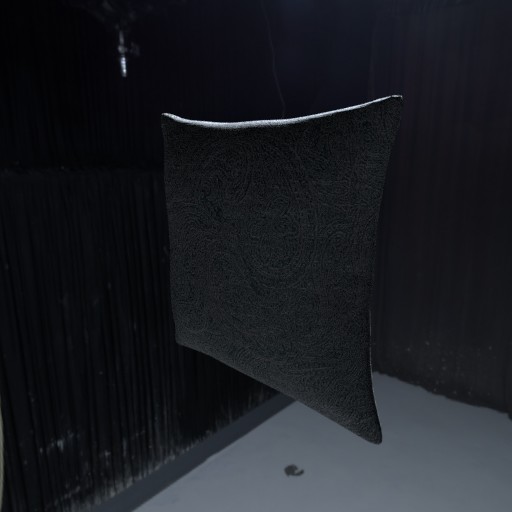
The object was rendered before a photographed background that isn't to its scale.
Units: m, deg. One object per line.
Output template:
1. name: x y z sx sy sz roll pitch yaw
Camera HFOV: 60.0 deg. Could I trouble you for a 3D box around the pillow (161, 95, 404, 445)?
1. pillow: 0.000 0.000 0.790 0.526 0.507 0.166 14 20 43
